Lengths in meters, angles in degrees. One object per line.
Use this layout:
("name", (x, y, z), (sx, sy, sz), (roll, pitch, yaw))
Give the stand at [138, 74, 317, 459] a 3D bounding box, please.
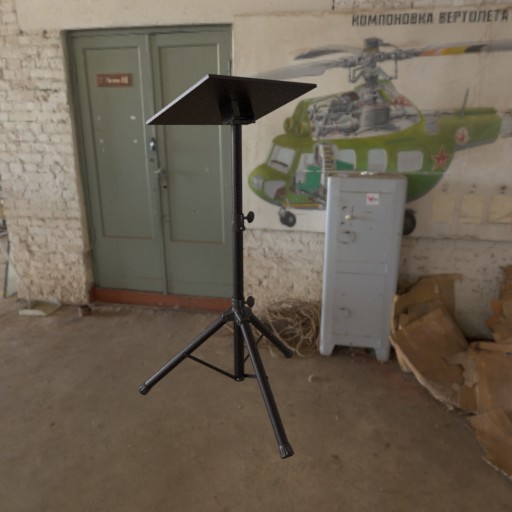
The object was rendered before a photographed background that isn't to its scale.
("stand", (0.000, 0.000, 1.641), (0.702, 1.198, 0.702), (-15, 22, -40))
